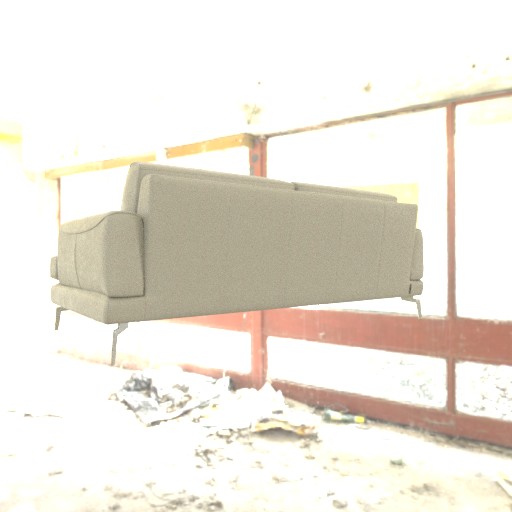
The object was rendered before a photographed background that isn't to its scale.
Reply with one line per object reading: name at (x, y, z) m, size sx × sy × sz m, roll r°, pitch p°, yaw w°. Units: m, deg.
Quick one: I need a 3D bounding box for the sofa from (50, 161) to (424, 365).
sofa at (0.000, 0.000, 2.450) m, size 1.940 × 0.765 × 0.974 m, roll 0°, pitch 0°, yaw -36°
